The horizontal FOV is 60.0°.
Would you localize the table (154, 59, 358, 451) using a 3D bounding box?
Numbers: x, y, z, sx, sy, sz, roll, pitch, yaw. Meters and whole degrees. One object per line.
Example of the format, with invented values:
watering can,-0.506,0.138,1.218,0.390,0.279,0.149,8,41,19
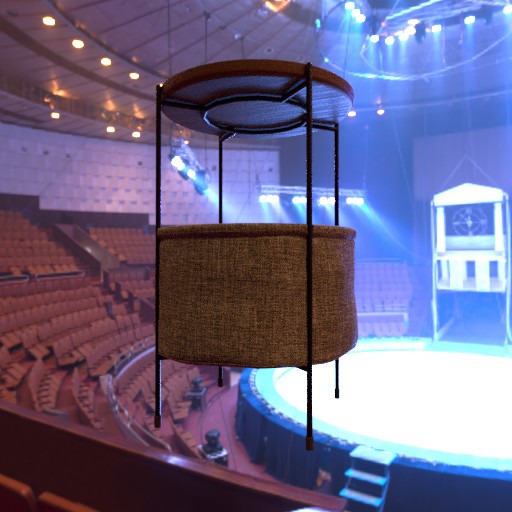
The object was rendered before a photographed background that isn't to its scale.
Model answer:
table,0.000,0.000,0.891,0.400,0.623,0.400,0,-1,19
